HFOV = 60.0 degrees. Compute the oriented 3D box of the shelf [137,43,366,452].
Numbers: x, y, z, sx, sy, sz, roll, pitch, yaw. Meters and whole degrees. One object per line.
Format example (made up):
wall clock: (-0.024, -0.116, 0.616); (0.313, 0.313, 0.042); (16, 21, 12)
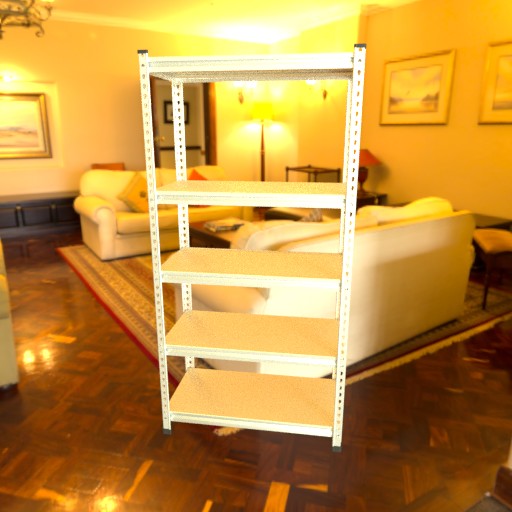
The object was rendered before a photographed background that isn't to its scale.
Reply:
shelf: (0.000, 0.000, 2.199); (0.914, 1.829, 0.457); (2, 16, 8)
